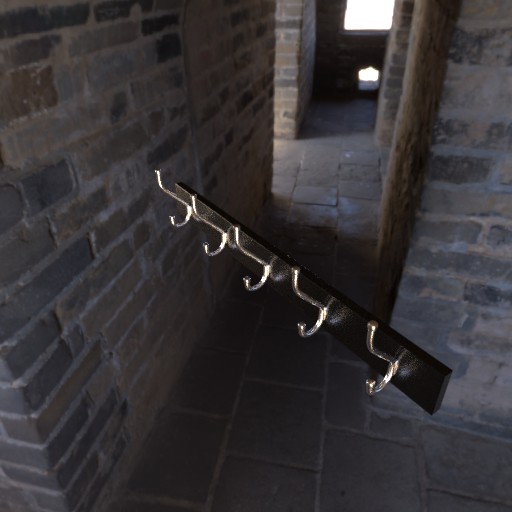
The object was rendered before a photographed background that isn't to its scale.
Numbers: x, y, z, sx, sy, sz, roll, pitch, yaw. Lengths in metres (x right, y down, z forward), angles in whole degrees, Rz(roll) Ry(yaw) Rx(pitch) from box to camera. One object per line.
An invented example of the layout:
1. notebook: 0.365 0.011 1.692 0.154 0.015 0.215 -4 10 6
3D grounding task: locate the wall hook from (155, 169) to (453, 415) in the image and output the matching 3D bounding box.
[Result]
1. wall hook: 0.000 0.000 0.618 0.071 0.117 0.571 -21 39 -29
